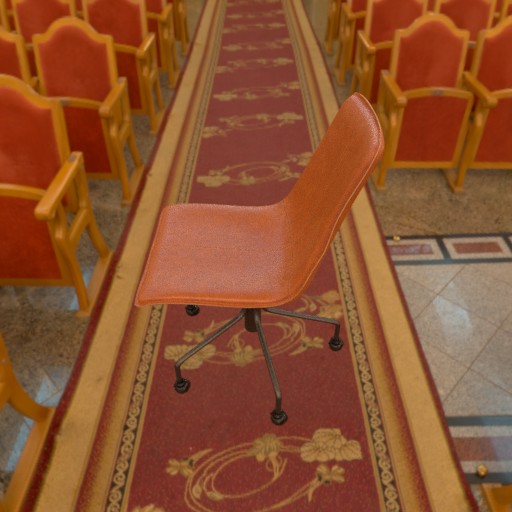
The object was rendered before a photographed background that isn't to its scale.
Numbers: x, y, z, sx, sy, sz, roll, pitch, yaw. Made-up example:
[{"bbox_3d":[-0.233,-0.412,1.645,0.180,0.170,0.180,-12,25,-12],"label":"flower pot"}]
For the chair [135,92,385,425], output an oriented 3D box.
[{"bbox_3d":[0.000,0.000,1.384,0.660,0.920,0.651,0,40,0],"label":"chair"}]
